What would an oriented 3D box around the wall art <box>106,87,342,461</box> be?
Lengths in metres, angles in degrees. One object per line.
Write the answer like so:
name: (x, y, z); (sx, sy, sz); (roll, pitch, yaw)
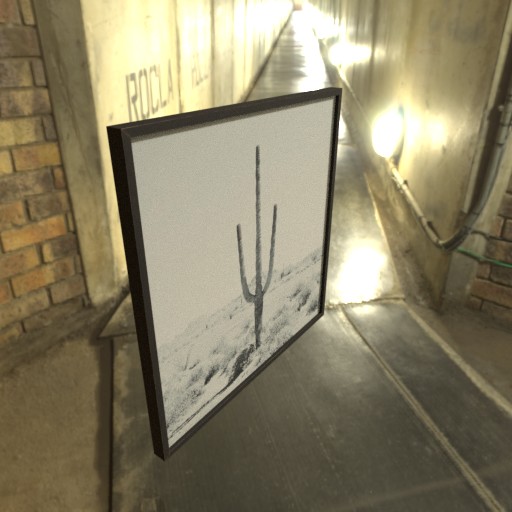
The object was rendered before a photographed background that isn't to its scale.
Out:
wall art: (0.000, 0.000, 1.151); (0.038, 0.762, 0.762); (18, 32, 32)
